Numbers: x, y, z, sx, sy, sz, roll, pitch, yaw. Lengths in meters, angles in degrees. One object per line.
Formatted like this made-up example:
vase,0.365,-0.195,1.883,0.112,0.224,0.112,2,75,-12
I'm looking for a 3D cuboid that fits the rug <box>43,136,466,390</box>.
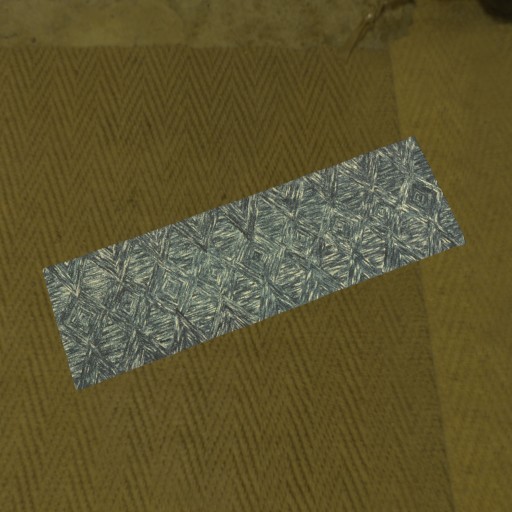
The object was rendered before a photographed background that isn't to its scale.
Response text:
rug,0.000,0.000,2.506,2.306,0.013,0.719,-20,79,-4
